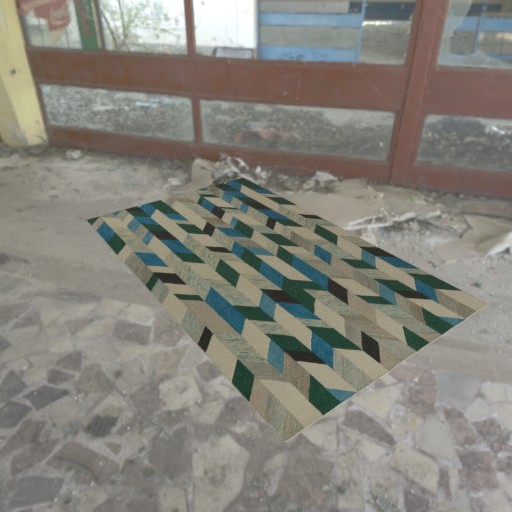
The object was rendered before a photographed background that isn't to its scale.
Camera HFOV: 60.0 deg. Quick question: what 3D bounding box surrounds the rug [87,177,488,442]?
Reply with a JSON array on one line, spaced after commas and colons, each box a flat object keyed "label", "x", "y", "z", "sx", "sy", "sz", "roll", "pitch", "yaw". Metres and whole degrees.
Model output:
[{"label": "rug", "x": 0.000, "y": 0.000, "z": 2.980, "sx": 1.507, "sy": 0.007, "sz": 2.433, "roll": -21, "pitch": 37, "yaw": -30}]
